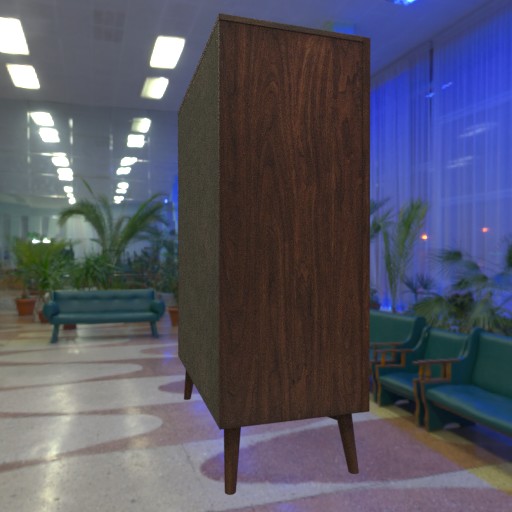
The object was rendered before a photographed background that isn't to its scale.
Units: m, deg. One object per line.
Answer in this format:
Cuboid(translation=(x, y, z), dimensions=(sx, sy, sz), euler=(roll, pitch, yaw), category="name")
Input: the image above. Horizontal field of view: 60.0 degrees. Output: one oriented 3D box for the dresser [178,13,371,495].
Cuboid(translation=(0.000, 0.000, 1.755), dimensions=(0.498, 1.365, 0.919), euler=(0, 1, -17), category="dresser")
